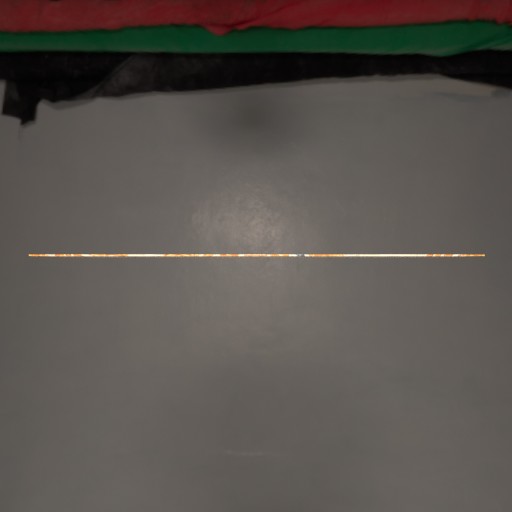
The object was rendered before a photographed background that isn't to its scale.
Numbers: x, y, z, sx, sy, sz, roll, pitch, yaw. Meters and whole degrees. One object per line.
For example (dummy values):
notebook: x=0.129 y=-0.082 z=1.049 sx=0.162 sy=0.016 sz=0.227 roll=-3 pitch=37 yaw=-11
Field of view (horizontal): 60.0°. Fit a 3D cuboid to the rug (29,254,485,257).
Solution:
rug: x=0.000 y=0.000 z=2.733 sx=2.437 sy=0.010 sz=0.783 roll=0 pitch=-1 yaw=0
